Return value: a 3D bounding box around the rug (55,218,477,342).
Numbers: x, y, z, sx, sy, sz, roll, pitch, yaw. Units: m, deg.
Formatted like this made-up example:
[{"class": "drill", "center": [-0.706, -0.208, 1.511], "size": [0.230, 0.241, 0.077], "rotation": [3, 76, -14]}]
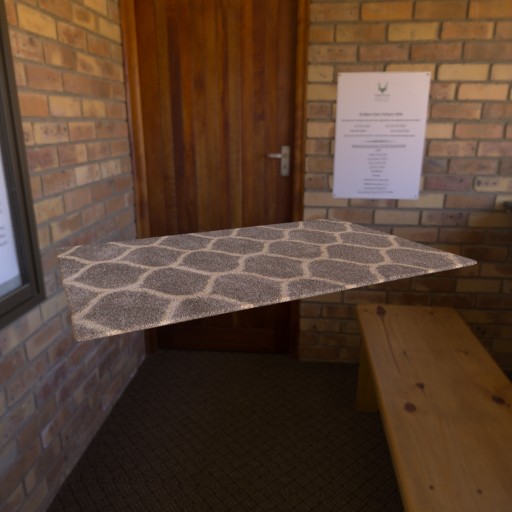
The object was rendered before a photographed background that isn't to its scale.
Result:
[{"class": "rug", "center": [0.000, 0.000, 2.909], "size": [2.348, 0.025, 1.501], "rotation": [-8, 18, -25]}]
